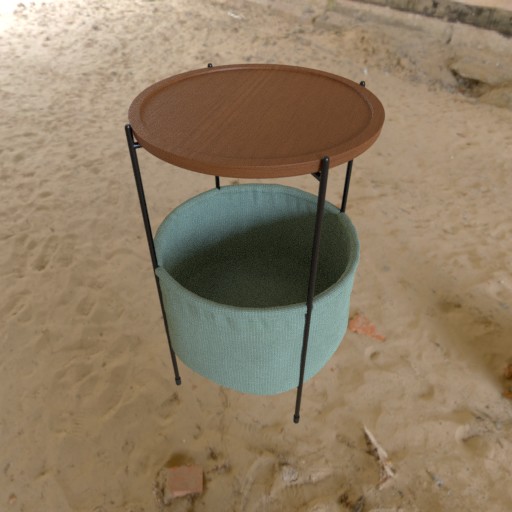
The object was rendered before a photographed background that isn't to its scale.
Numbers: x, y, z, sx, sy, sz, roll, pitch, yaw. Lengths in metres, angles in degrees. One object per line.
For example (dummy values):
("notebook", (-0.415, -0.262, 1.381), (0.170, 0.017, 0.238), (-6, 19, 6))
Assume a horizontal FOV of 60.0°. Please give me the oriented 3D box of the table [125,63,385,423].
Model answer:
("table", (0.000, 0.000, 0.880), (0.400, 0.623, 0.400), (13, 42, 15))
